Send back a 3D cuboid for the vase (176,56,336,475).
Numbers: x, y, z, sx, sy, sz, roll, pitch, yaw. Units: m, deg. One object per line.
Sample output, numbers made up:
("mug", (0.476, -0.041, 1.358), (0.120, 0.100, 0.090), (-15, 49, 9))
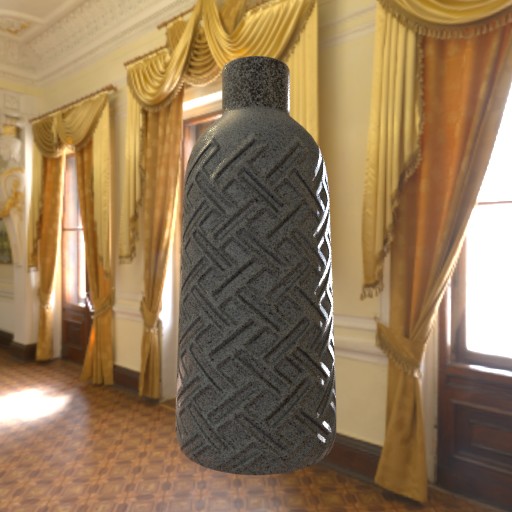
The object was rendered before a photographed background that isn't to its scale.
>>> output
("vase", (0.000, 0.000, 0.338), (0.122, 0.282, 0.122), (0, 1, 0))
